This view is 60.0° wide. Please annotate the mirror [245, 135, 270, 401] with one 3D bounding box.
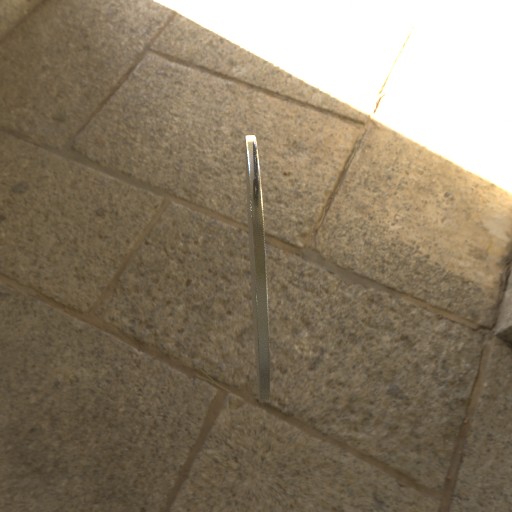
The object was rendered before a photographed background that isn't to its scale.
[{"bbox_3d":[0.000,0.000,0.983,0.020,0.713,0.594,-3,64,-1],"label":"mirror"}]
